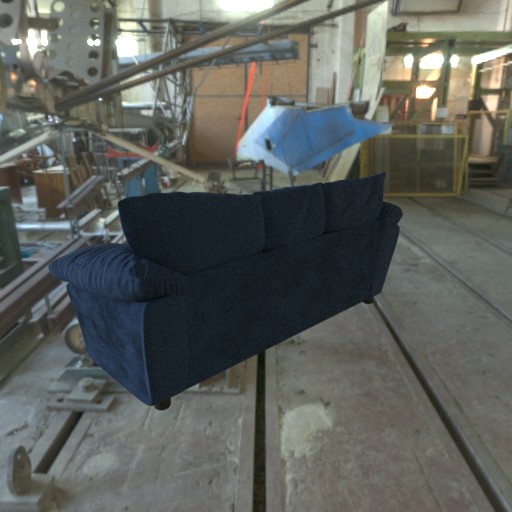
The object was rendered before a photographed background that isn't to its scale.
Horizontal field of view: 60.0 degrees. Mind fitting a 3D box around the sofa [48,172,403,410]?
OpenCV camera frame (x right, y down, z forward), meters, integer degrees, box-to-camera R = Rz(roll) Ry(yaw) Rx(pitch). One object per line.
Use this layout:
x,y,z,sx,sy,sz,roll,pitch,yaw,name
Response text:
0.000,0.000,2.929,2.390,1.091,0.907,-16,23,-42,sofa
